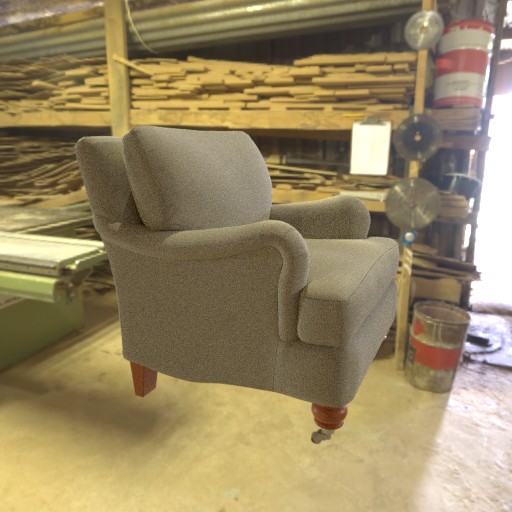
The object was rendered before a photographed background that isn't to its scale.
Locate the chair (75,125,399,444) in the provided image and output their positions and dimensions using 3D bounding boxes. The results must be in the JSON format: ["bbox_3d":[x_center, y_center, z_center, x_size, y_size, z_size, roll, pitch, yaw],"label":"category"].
[{"bbox_3d":[0.000,0.000,1.865,1.070,1.038,0.955,7,16,26],"label":"chair"}]
